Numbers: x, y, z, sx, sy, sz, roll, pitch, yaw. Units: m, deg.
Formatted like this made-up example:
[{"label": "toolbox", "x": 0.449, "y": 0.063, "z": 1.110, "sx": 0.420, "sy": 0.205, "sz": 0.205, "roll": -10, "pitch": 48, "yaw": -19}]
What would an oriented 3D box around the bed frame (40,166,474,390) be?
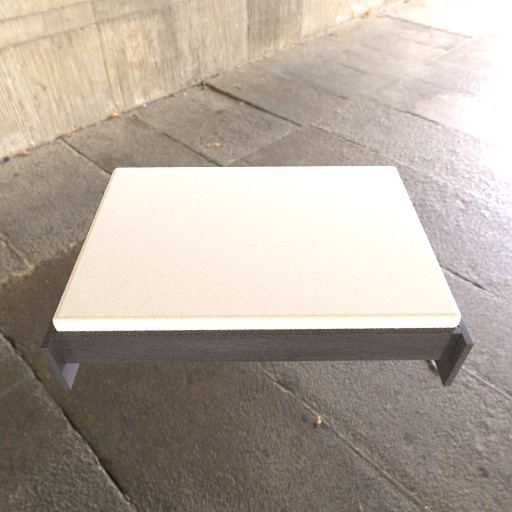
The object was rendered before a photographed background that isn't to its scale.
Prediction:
[{"label": "bed frame", "x": 0.000, "y": 0.000, "z": 2.630, "sx": 1.950, "sy": 0.432, "sz": 1.490, "roll": 0, "pitch": 43, "yaw": 0}]
